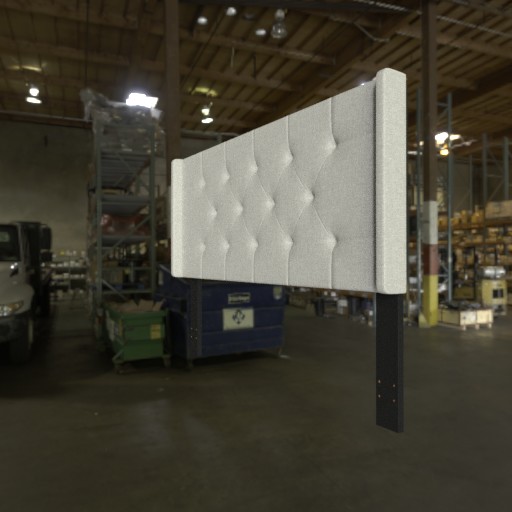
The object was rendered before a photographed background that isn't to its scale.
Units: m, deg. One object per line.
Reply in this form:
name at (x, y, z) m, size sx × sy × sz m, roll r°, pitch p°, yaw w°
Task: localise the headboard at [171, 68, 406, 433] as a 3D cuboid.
headboard at (0.000, 0.000, 2.667) m, size 0.184 × 1.524 × 2.051 m, roll 0°, pitch 0°, yaw -35°
